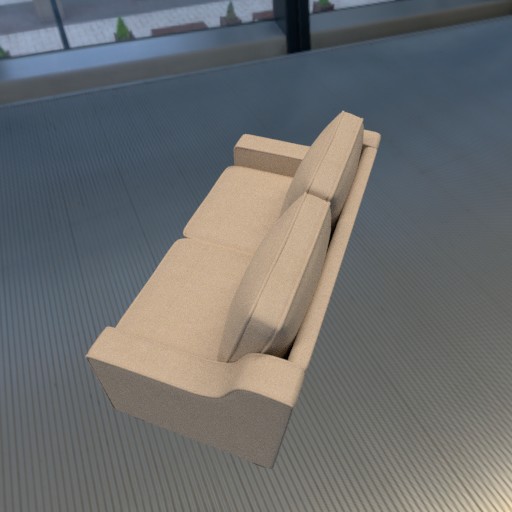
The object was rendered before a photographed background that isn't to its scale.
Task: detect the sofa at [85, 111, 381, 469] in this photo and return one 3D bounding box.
[{"bbox_3d":[0.000,0.000,3.464,1.351,1.562,2.587,15,49,14],"label":"sofa"}]
